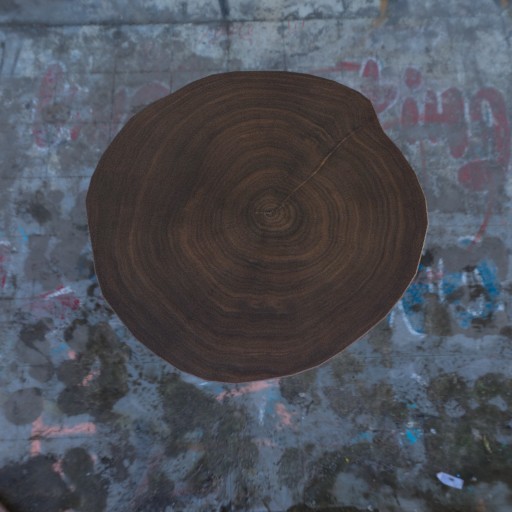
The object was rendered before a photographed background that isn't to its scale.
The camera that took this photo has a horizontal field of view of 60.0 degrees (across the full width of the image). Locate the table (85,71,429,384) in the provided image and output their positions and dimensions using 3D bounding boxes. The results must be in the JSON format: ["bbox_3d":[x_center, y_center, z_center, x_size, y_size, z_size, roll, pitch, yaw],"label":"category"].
[{"bbox_3d":[0.000,0.000,0.865,0.494,0.476,0.477,-2,74,-1],"label":"table"}]
